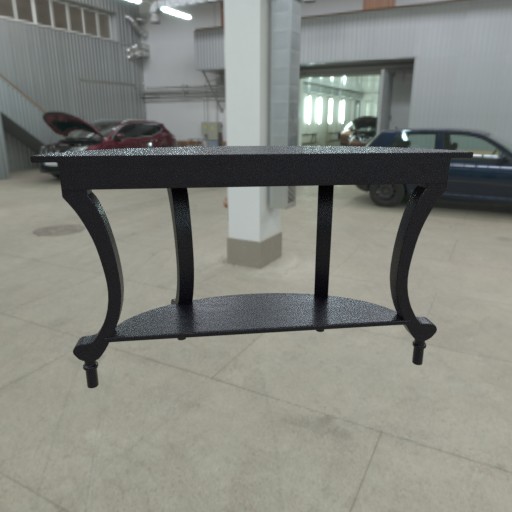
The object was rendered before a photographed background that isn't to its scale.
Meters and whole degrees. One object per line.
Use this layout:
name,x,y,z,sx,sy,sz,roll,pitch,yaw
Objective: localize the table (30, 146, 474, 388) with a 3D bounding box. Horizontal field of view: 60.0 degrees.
table,0.000,0.000,1.476,1.198,0.692,0.394,-2,17,-7
